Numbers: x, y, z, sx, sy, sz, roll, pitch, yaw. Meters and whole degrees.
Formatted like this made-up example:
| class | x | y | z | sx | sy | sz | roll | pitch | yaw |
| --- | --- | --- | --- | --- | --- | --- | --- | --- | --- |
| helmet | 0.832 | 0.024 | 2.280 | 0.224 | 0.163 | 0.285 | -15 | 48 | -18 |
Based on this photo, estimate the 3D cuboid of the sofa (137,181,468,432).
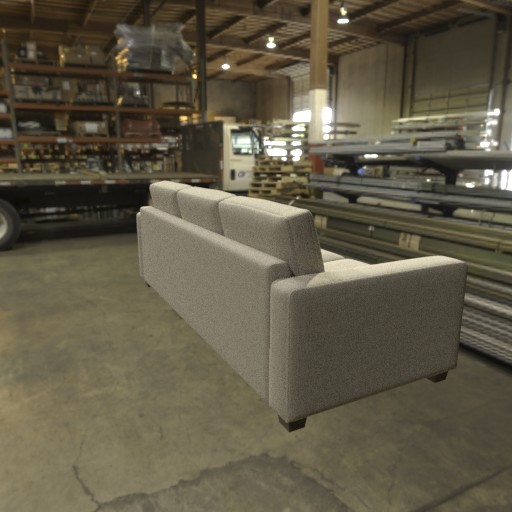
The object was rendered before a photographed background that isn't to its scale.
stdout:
| class | x | y | z | sx | sy | sz | roll | pitch | yaw |
| --- | --- | --- | --- | --- | --- | --- | --- | --- | --- |
| sofa | 0.000 | 0.000 | 2.604 | 0.900 | 0.800 | 2.160 | -7 | 15 | -27 |
